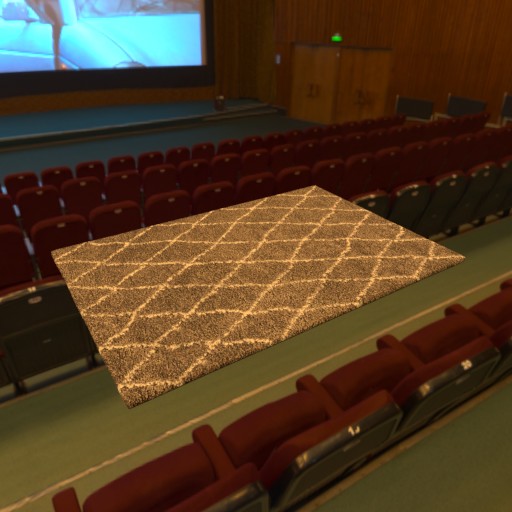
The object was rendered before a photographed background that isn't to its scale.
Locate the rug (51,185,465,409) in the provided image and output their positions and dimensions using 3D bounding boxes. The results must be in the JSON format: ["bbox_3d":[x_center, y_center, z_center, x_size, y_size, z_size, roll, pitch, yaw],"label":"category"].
[{"bbox_3d":[0.000,0.000,2.297,1.778,0.030,1.219,-18,34,-28],"label":"rug"}]
